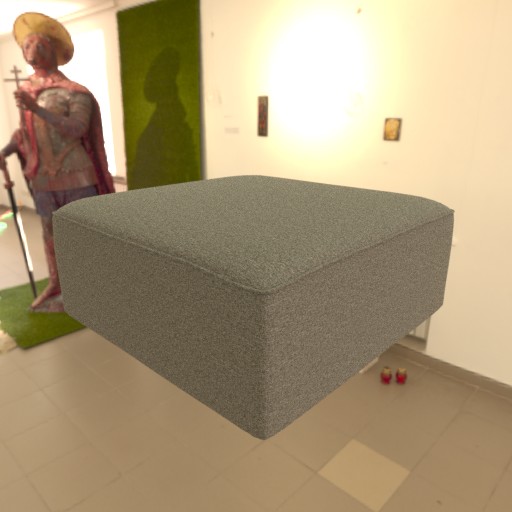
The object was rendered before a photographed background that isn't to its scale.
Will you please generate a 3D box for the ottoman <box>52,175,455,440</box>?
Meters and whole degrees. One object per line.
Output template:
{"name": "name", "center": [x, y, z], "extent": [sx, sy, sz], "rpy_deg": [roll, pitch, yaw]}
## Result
{"name": "ottoman", "center": [0.000, 0.000, 1.576], "extent": [1.005, 0.464, 1.015], "rpy_deg": [16, 24, 41]}
